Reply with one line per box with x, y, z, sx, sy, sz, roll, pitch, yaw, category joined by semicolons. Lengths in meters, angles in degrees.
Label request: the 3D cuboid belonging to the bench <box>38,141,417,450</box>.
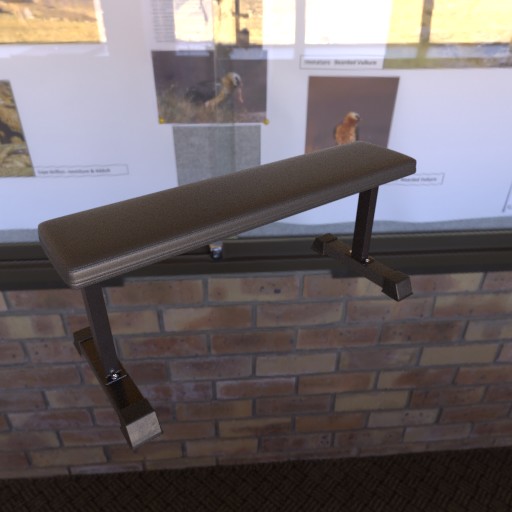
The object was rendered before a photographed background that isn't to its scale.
0.000;0.000;1.293;1.072;0.453;0.439;-21;37;-30;bench
